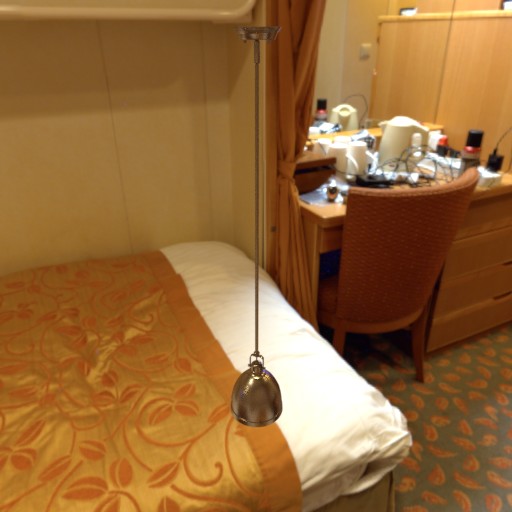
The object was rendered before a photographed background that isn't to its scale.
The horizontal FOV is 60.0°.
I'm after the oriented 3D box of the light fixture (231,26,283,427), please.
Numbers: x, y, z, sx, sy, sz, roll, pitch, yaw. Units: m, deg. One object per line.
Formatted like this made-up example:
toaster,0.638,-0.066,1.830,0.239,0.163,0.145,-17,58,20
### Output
light fixture,0.000,0.000,1.489,0.217,1.367,0.211,8,28,15
